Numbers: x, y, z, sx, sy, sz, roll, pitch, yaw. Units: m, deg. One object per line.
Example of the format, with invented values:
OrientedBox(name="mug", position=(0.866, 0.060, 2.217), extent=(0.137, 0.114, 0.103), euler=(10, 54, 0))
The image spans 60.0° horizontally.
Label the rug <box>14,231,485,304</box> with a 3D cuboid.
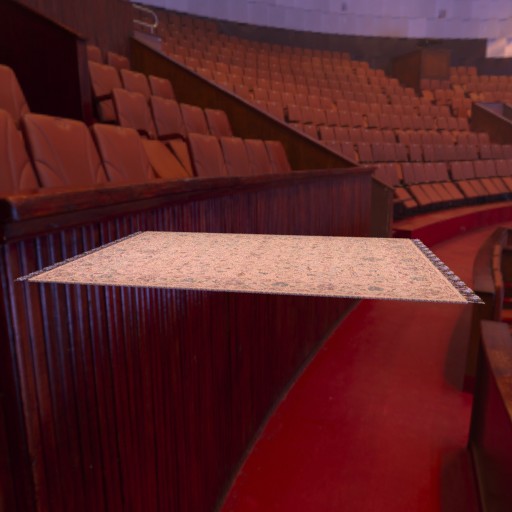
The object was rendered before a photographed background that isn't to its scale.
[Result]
OrientedBox(name="rug", position=(0.000, 0.000, 2.251), extent=(1.802, 0.008, 1.247), euler=(2, 13, 9))
